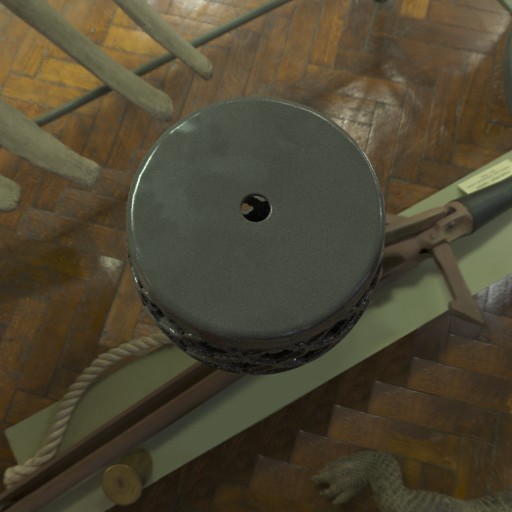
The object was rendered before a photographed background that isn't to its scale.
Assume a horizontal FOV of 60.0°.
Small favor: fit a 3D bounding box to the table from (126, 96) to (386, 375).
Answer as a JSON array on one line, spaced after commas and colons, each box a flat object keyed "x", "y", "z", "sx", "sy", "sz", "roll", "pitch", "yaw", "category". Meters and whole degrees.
[{"x": 0.000, "y": 0.000, "z": 0.628, "sx": 0.325, "sy": 0.388, "sz": 0.325, "roll": 0, "pitch": 76, "yaw": 0, "category": "table"}]
